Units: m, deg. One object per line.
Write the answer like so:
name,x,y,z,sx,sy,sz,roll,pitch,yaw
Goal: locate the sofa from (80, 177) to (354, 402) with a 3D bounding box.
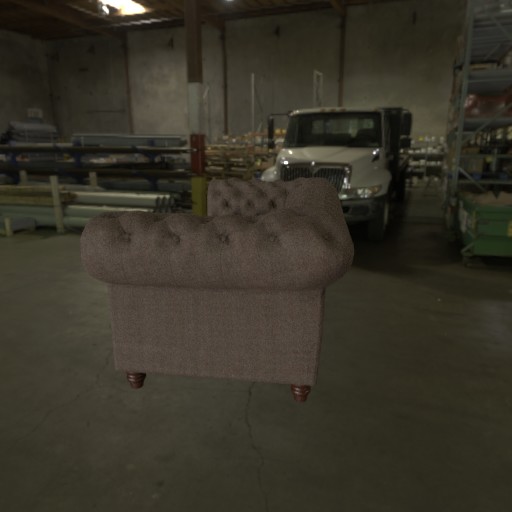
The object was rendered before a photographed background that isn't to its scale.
sofa,0.000,0.000,2.488,0.944,0.780,2.048,2,14,8
